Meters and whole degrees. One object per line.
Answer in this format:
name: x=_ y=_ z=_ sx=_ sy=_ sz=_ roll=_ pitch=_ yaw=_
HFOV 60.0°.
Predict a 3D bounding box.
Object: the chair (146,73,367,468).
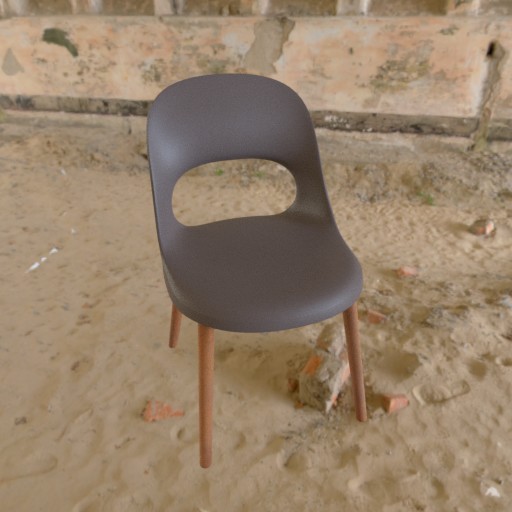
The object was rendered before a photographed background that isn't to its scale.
chair: x=0.000 y=0.000 z=1.125 sx=0.470 sy=0.794 sz=0.556 roll=-9 pitch=31 yaw=-16
